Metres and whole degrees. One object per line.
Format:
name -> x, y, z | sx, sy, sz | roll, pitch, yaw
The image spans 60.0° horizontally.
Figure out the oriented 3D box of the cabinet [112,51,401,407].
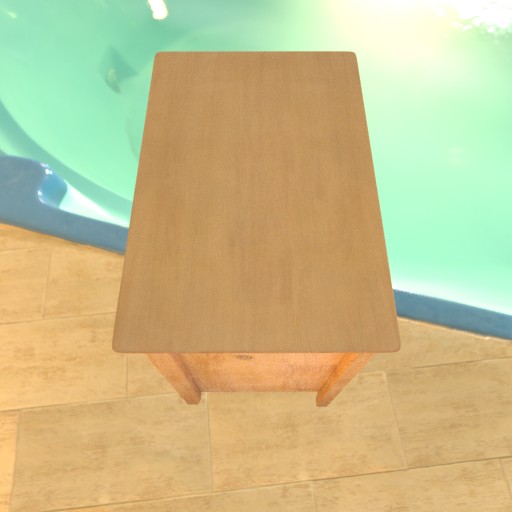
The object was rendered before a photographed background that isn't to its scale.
cabinet -> 0.000, 0.000, 1.274 | 0.503, 0.762, 0.763 | 0, 63, 0
